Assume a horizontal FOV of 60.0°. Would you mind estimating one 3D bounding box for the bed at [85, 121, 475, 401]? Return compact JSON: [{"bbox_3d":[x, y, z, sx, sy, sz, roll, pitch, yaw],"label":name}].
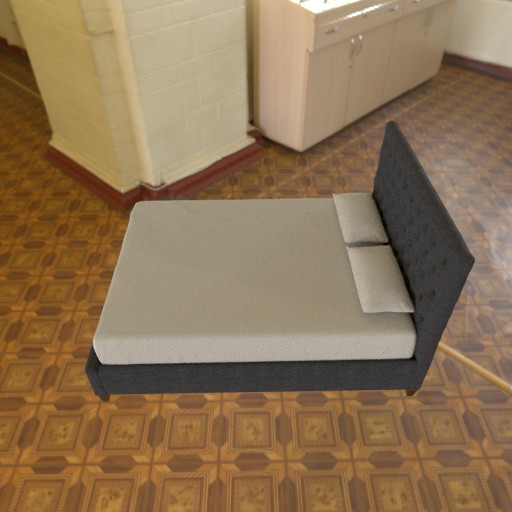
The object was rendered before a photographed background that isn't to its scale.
[{"bbox_3d":[0.000,0.000,3.454,2.387,1.427,1.698,-1,42,-1],"label":"bed"}]
